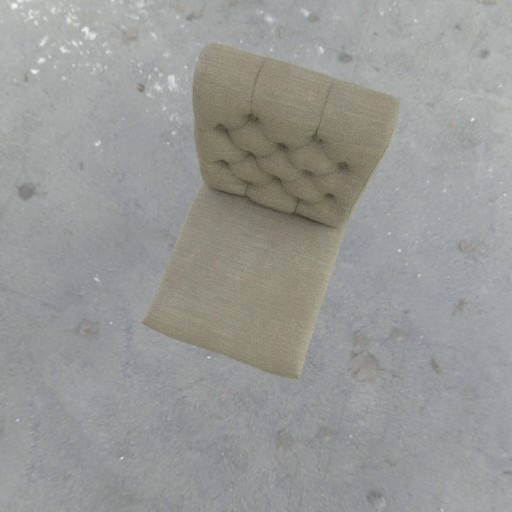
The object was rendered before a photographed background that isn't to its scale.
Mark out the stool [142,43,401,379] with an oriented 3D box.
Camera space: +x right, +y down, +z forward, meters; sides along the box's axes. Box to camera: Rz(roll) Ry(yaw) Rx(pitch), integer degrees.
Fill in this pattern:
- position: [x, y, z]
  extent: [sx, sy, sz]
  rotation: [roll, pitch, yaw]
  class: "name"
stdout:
- position: [0.000, 0.000, 1.422]
  extent: [0.486, 1.084, 0.660]
  rotation: [19, 77, 4]
  class: "stool"
